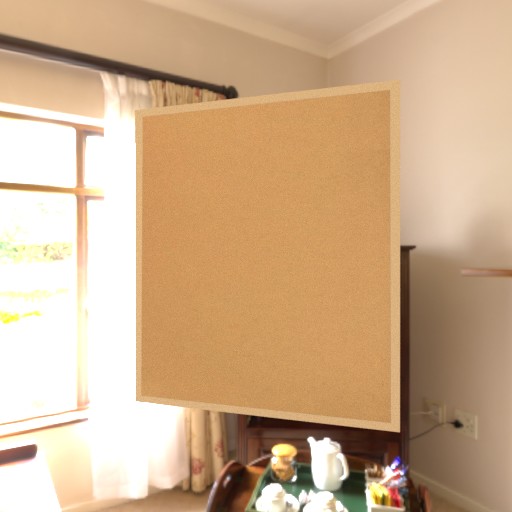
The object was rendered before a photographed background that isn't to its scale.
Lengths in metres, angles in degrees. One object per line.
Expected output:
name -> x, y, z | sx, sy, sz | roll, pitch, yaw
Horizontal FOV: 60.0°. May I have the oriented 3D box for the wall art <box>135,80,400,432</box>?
wall art -> 0.000, 0.000, 0.779 | 0.482, 0.557, 0.012 | 0, 0, 18
